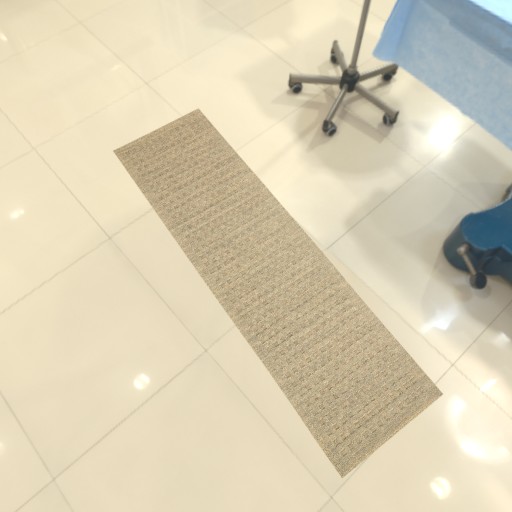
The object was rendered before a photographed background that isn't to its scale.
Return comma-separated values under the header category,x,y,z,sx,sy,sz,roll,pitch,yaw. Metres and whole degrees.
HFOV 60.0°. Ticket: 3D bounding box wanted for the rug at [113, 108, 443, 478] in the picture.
category,x,y,z,sx,sy,sz,roll,pitch,yaw
rug,0.000,0.000,2.668,0.688,0.005,2.437,-32,67,-15
